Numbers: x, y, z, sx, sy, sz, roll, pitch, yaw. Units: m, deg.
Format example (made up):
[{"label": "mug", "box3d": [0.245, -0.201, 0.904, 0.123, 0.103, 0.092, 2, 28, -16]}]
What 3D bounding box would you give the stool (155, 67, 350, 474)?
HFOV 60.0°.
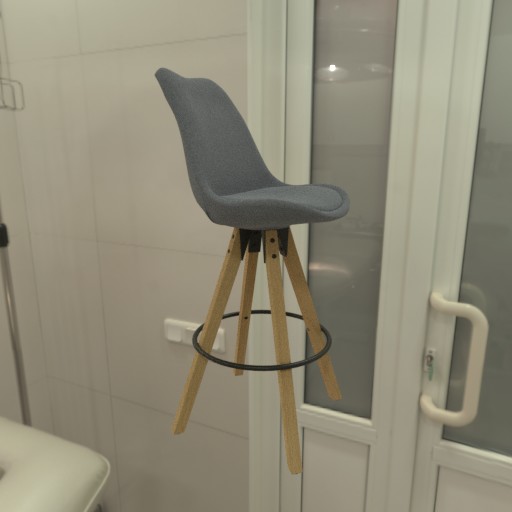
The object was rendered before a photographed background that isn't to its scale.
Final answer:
[{"label": "stool", "box3d": [0.000, 0.000, 1.407, 0.550, 1.115, 0.485, 7, 15, 25]}]
